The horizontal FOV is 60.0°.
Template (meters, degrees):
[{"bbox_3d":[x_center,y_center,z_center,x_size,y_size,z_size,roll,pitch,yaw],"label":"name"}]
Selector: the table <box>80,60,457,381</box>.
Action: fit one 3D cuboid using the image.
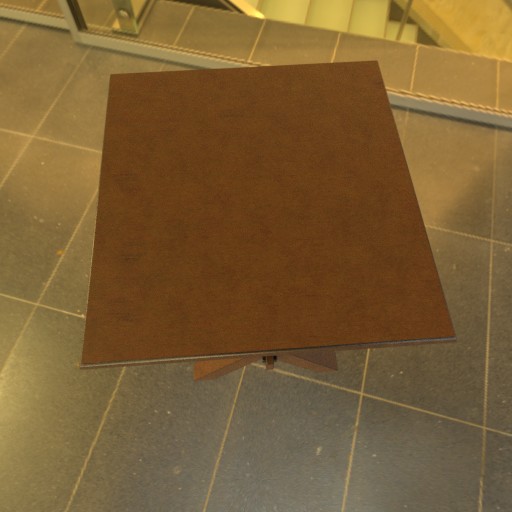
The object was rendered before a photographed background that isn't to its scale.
[{"bbox_3d":[0.000,0.000,1.034,0.560,0.562,0.602,-4,63,-2],"label":"table"}]
